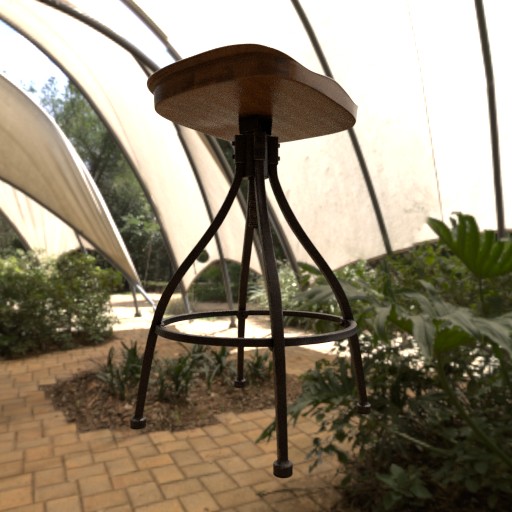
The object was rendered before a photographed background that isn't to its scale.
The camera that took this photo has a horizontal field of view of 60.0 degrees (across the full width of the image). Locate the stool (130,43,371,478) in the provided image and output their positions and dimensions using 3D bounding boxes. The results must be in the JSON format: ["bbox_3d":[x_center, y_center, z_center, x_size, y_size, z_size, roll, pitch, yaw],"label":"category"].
[{"bbox_3d":[0.000,0.000,0.945,0.424,0.694,0.432,0,0,35],"label":"stool"}]
